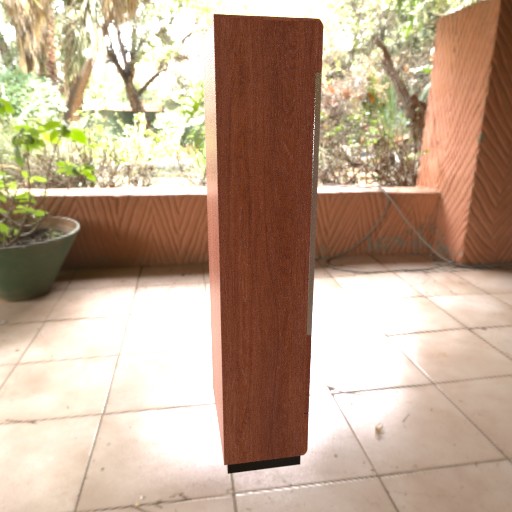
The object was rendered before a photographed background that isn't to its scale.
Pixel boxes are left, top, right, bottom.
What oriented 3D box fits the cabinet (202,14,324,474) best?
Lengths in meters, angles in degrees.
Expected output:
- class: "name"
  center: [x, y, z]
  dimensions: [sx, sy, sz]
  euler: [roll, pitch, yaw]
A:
- class: "cabinet"
  center: [0.000, 0.000, 2.180]
  dimensions: [0.420, 1.980, 0.660]
  euler: [-3, 16, -10]
